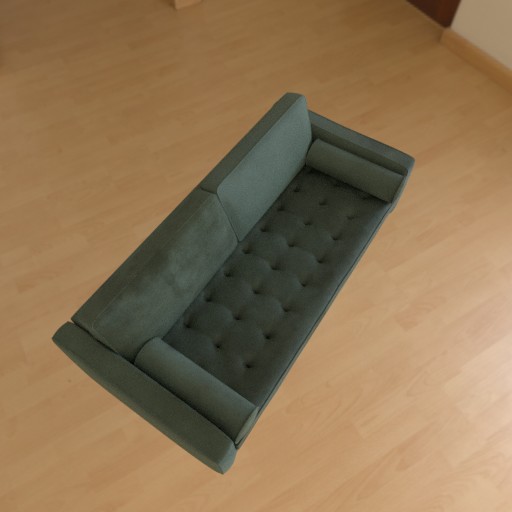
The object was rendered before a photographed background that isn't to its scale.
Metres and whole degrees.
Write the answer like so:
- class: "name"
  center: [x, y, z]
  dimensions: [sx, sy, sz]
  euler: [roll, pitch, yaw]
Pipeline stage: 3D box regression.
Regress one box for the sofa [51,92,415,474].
- class: "sofa"
  center: [0.000, 0.000, 2.318]
  dimensions: [0.916, 0.772, 1.880]
  euler: [30, 63, 17]
